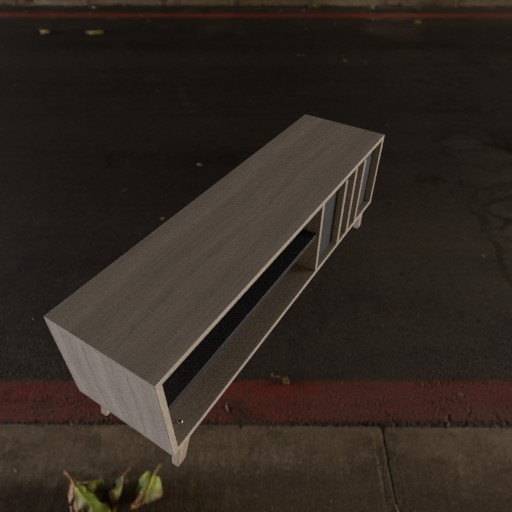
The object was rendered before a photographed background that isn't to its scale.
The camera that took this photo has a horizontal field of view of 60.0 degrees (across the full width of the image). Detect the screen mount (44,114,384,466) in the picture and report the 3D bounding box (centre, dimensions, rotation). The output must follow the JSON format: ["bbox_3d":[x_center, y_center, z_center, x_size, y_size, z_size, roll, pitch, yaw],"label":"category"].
[{"bbox_3d":[0.000,0.000,1.747,0.401,0.509,1.500,23,47,24],"label":"screen mount"}]
